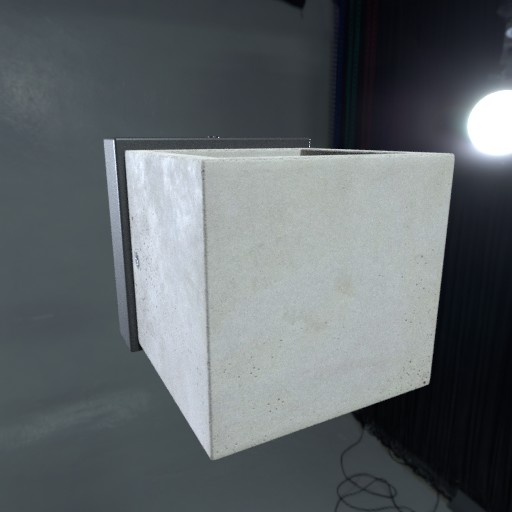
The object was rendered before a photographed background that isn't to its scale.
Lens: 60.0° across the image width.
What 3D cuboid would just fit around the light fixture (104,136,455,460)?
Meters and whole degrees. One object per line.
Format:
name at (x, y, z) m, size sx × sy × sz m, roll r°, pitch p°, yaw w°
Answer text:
light fixture at (0.000, 0.000, 0.233) m, size 0.121 × 0.121 × 0.143 m, roll -8°, pitch 17°, yaw -27°
